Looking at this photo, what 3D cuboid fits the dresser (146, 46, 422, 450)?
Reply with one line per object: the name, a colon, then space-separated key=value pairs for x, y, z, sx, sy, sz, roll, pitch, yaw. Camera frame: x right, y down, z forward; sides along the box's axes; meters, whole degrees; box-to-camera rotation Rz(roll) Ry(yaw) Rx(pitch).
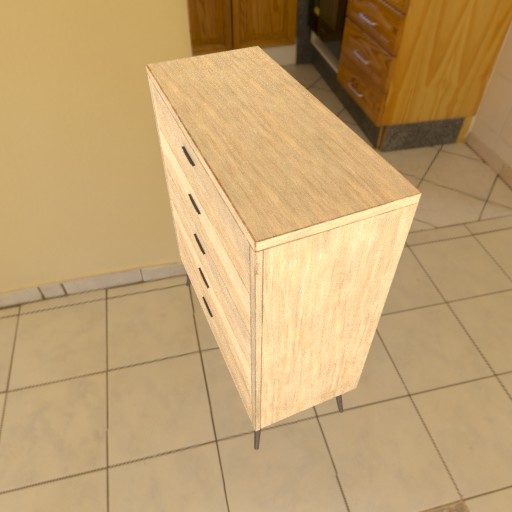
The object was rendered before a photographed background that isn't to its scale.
dresser: x=0.000 y=0.000 z=1.786 sx=0.457 sy=1.219 sz=1.016 roll=-17 pitch=48 yaw=-16
